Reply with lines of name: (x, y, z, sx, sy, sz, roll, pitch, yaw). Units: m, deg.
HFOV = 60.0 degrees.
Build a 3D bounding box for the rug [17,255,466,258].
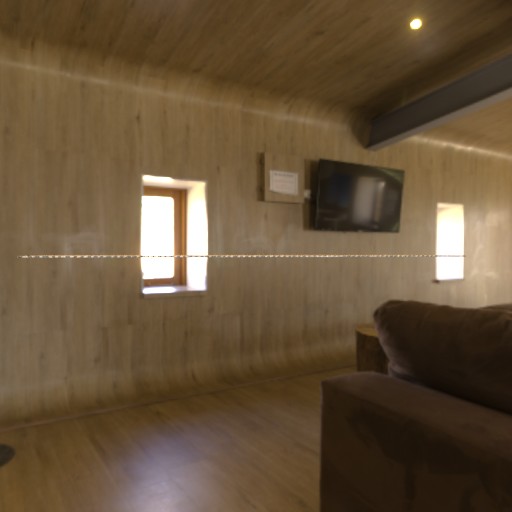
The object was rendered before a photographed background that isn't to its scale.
rug: (0.000, 0.000, 2.493, 2.286, 0.008, 0.686, 0, 0, -16)
